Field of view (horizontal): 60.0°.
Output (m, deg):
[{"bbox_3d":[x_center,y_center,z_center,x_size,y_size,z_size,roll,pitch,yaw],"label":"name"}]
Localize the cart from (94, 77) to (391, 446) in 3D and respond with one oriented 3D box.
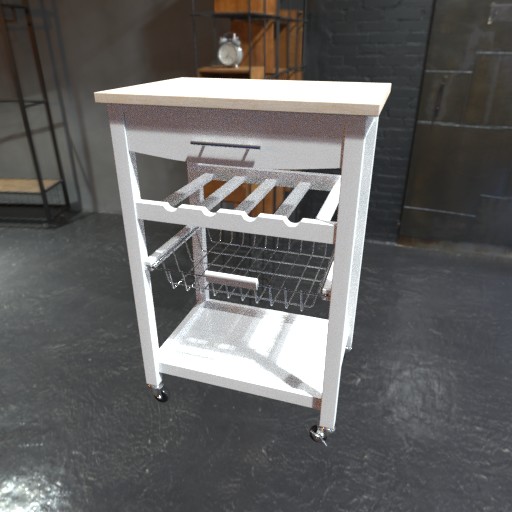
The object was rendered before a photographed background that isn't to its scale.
[{"bbox_3d":[0.000,0.000,1.201,0.578,0.857,0.406,8,27,16],"label":"cart"}]
